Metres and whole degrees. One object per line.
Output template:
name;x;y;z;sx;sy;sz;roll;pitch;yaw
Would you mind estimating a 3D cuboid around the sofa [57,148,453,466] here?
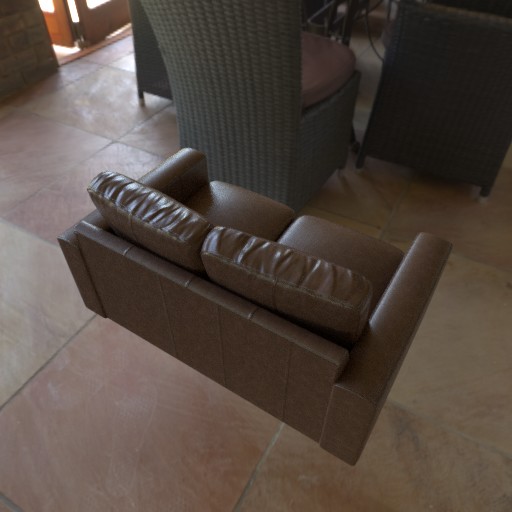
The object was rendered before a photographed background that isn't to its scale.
sofa;0.000;0.000;2.182;1.616;0.873;1.016;24;49;22
